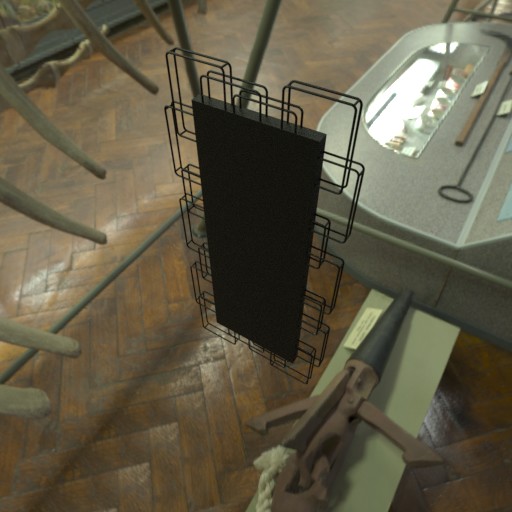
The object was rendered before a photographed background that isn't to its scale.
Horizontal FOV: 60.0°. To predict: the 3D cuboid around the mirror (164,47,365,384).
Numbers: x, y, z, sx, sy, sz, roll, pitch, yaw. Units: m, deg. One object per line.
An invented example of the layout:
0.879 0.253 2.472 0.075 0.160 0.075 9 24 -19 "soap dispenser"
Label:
0.000 0.000 1.418 0.565 1.192 0.037 25 52 21 "mirror"
